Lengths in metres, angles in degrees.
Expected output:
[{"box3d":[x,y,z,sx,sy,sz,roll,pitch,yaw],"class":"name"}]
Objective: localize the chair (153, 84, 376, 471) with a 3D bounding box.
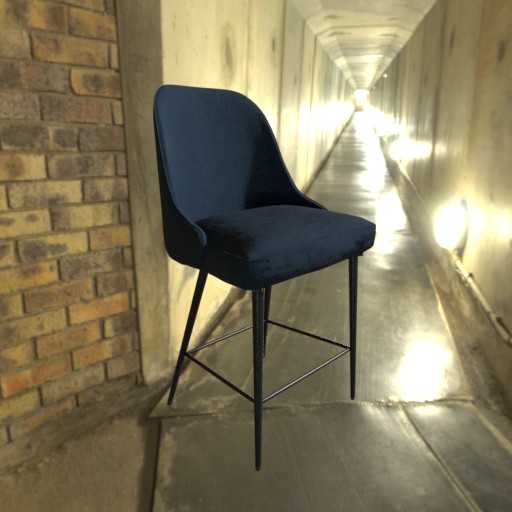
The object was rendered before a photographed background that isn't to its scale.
[{"box3d":[0.000,0.000,1.251,0.489,0.927,0.526,15,21,43],"class":"chair"}]
